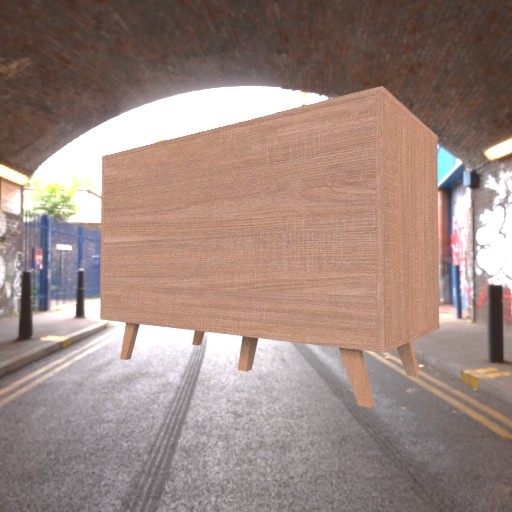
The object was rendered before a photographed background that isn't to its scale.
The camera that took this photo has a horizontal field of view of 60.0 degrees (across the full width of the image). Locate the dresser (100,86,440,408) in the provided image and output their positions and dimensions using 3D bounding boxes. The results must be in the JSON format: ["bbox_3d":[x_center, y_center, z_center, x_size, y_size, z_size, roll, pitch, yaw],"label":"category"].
[{"bbox_3d":[0.000,0.000,1.570,1.110,0.780,0.500,-1,-2,36],"label":"dresser"}]
